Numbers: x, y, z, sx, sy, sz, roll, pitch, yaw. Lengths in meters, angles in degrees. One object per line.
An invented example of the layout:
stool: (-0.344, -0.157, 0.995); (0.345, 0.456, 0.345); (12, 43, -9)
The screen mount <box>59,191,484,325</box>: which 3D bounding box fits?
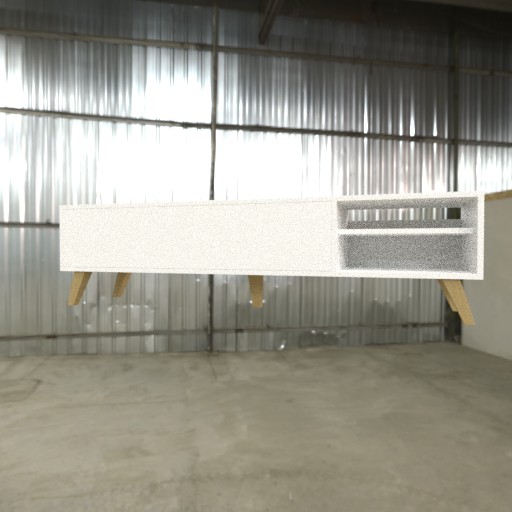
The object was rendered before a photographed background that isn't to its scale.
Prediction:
screen mount: (0.000, 0.000, 1.847); (1.644, 0.432, 0.399); (0, 1, 18)
